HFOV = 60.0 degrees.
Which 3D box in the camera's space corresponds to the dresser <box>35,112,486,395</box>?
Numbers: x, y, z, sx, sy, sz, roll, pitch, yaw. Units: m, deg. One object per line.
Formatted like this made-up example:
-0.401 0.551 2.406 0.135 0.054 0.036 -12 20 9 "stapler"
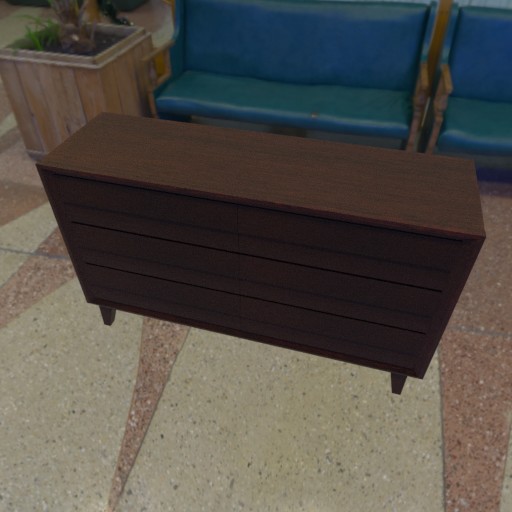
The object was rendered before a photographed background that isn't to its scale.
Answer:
0.000 0.000 2.024 1.609 0.971 0.499 11 43 12 "dresser"
